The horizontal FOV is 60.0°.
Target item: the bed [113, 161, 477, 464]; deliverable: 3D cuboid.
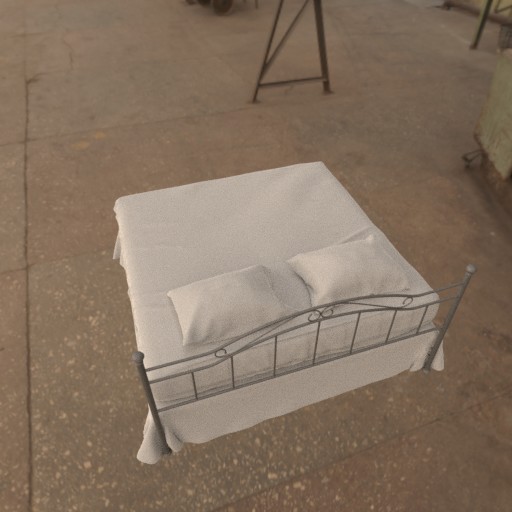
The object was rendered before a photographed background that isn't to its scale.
[{"bbox_3d":[0.000,0.000,3.499,2.309,1.080,2.220,-13,44,-14],"label":"bed"}]
